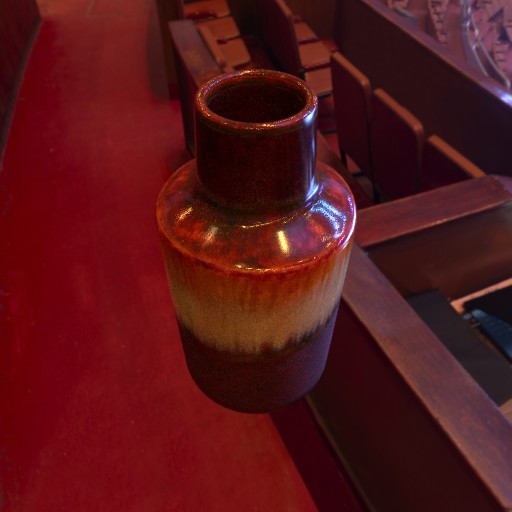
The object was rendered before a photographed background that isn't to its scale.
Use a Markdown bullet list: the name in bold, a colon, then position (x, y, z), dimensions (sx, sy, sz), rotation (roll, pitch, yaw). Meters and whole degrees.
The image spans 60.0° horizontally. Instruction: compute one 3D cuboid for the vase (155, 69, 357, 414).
- **vase**: position (0.000, 0.000, 0.266), dimensions (0.108, 0.204, 0.108), rotation (0, 47, 0)
